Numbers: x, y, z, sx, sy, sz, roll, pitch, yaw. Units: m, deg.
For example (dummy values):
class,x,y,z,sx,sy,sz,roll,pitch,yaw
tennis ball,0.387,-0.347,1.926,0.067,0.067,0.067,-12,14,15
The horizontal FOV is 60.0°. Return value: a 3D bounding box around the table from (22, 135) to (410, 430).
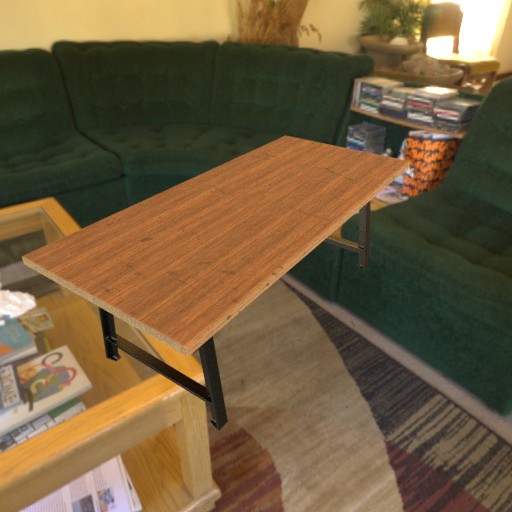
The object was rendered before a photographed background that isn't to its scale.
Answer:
class,x,y,z,sx,sy,sz,roll,pitch,yaw
table,0.000,0.000,2.688,1.000,0.757,2.200,21,38,29
